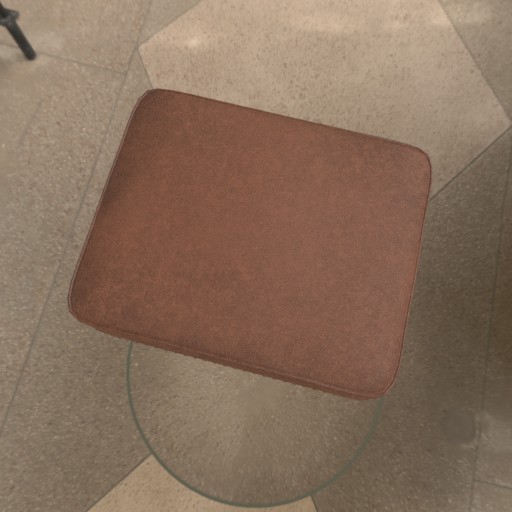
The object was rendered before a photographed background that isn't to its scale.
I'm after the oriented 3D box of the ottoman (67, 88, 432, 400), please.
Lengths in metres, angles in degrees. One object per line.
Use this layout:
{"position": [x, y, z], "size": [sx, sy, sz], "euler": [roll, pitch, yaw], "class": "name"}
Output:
{"position": [0.000, 0.000, 1.161], "size": [0.738, 0.537, 0.589], "euler": [14, 77, 3], "class": "ottoman"}
